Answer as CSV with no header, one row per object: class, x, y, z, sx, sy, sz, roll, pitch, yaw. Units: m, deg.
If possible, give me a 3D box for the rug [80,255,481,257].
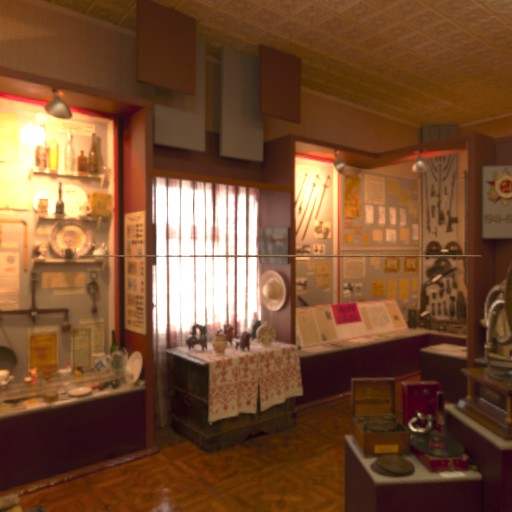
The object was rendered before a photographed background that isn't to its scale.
rug,0.000,0.000,4.092,2.363,0.012,2.980,0,0,-37
